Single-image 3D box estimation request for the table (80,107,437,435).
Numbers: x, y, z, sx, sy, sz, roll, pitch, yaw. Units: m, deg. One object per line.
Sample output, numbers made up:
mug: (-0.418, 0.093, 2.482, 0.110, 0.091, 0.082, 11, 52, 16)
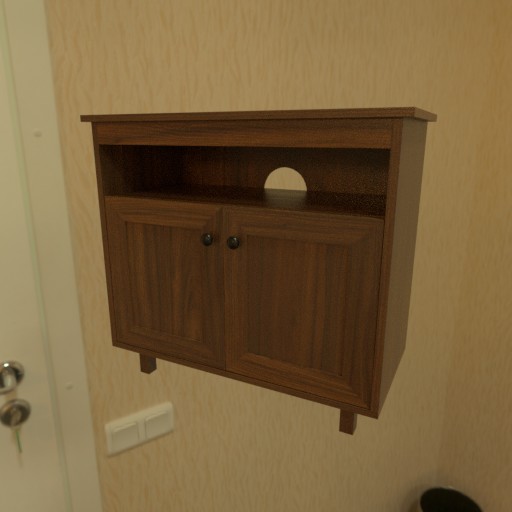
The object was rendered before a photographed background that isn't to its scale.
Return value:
table: (0.000, 0.000, 1.194, 0.802, 0.725, 0.390, 8, 17, 26)
